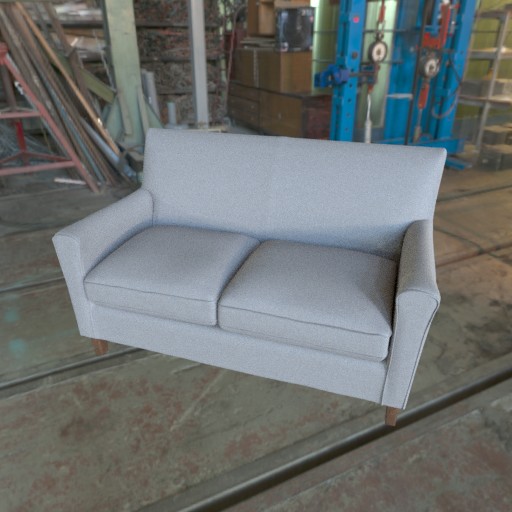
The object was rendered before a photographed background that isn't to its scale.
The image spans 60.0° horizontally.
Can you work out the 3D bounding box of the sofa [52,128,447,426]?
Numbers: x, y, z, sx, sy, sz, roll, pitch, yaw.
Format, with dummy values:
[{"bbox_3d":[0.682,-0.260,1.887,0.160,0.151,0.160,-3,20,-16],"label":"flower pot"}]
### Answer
[{"bbox_3d":[0.000,0.000,1.987,1.482,0.890,0.888,9,28,16],"label":"sofa"}]
